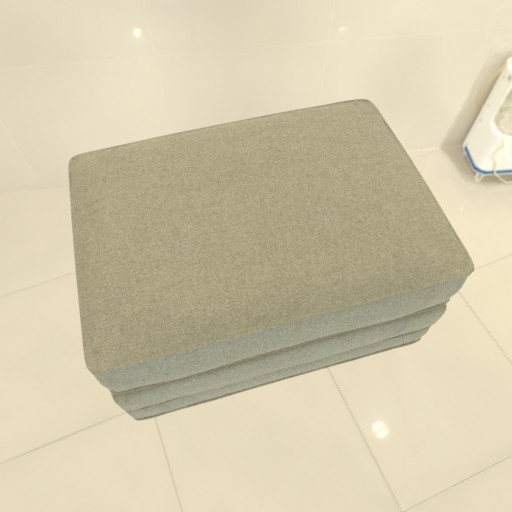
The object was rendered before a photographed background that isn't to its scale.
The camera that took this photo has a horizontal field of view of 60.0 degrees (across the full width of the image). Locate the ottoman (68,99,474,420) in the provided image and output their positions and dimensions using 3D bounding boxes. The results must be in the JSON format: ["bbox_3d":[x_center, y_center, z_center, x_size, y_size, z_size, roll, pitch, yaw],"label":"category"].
[{"bbox_3d":[0.000,0.000,1.201,0.848,0.508,0.611,-14,60,-8],"label":"ottoman"}]
